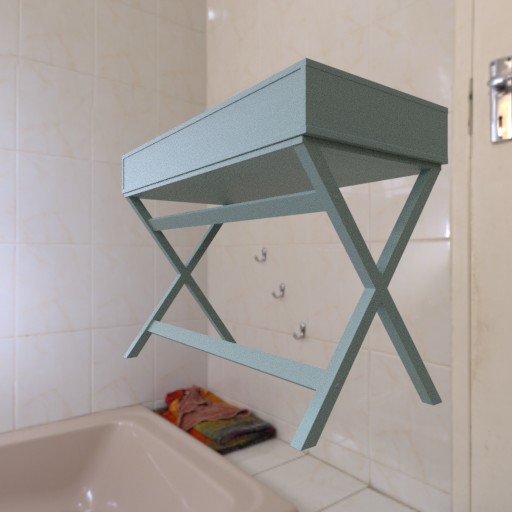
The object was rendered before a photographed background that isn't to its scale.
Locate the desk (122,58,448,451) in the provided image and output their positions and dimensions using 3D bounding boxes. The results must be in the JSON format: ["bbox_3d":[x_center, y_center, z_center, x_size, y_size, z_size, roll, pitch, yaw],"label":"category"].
[{"bbox_3d":[0.000,0.000,1.453,0.525,0.780,1.057,0,0,-36],"label":"desk"}]
